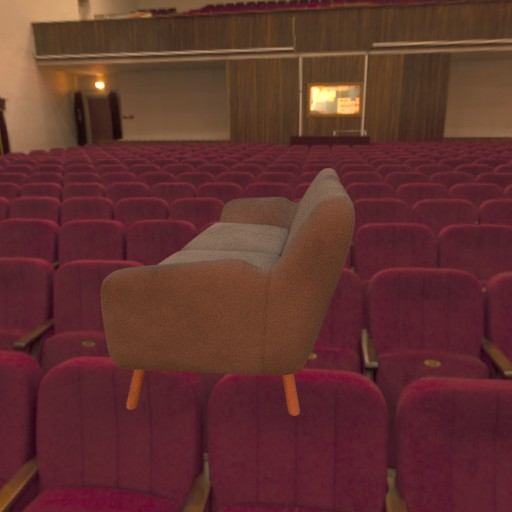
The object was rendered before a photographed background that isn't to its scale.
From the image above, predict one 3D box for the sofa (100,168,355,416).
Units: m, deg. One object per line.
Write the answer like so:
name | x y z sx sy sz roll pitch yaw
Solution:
sofa | 0.000 0.000 2.262 0.850 0.810 1.870 2 14 8
